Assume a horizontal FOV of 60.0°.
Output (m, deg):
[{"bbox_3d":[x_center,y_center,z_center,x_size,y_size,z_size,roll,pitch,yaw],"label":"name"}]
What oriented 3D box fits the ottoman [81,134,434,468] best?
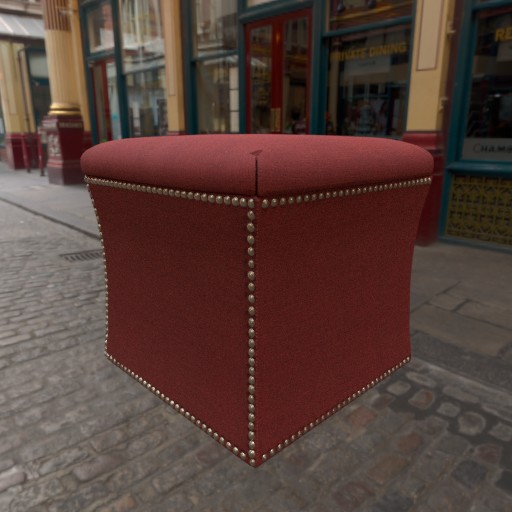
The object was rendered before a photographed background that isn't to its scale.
[{"bbox_3d":[0.000,0.000,0.895,0.497,0.475,0.507,-14,20,-42],"label":"ottoman"}]
